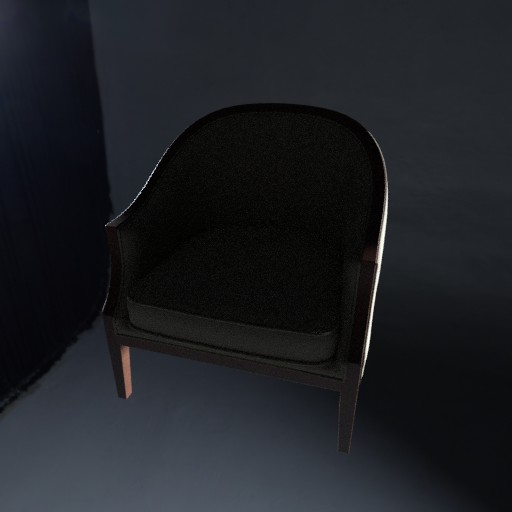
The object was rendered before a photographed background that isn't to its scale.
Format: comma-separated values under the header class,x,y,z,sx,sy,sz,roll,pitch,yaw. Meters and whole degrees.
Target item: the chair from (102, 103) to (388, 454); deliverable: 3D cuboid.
class,x,y,z,sx,sy,sz,roll,pitch,yaw
chair,0.000,0.000,1.485,0.803,0.876,0.735,8,29,15
